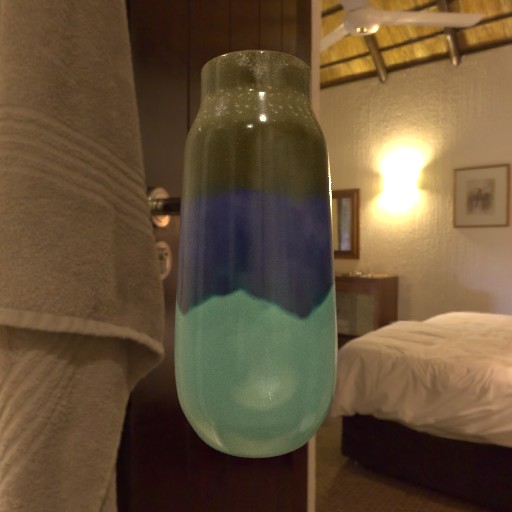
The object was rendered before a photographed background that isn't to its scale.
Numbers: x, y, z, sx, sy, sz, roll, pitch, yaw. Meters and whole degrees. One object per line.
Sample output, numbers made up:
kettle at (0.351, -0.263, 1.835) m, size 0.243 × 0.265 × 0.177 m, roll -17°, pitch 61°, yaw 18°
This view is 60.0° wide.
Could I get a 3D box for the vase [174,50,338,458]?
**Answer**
vase at (0.000, 0.000, 0.380) m, size 0.139 × 0.313 × 0.139 m, roll 0°, pitch 1°, yaw 0°
